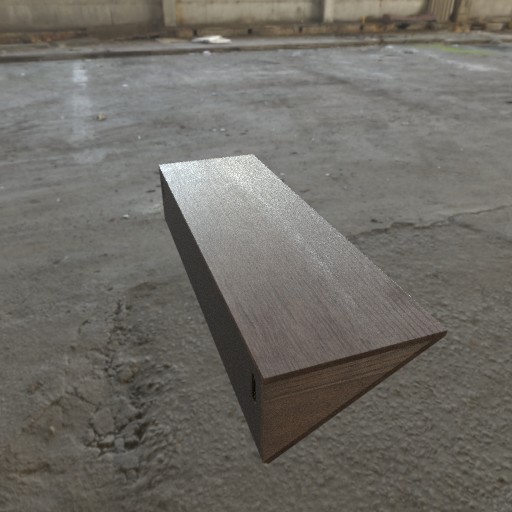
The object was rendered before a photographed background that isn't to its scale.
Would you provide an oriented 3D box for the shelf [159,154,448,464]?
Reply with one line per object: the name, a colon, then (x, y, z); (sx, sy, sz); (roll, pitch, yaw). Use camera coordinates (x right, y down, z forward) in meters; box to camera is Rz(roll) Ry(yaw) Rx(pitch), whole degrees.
shelf: (0.000, 0.000, 0.702); (0.200, 0.125, 0.610); (-10, 32, -17)
